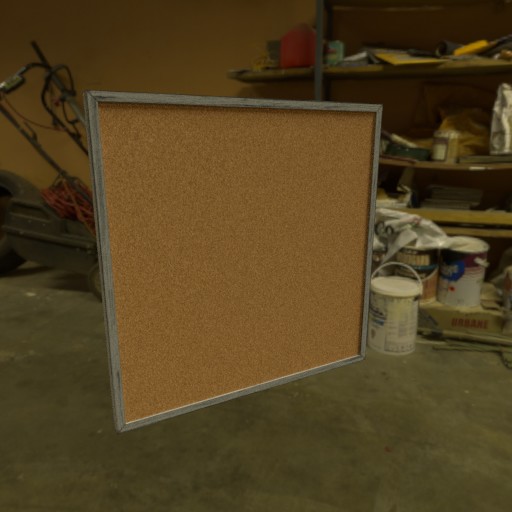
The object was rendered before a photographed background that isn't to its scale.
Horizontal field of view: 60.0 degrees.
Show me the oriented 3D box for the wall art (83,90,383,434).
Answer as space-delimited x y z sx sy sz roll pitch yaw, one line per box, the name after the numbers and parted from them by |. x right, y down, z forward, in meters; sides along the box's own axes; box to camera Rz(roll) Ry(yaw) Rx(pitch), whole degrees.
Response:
0.000 0.000 1.134 0.761 0.761 0.037 -8 17 -28 | wall art
